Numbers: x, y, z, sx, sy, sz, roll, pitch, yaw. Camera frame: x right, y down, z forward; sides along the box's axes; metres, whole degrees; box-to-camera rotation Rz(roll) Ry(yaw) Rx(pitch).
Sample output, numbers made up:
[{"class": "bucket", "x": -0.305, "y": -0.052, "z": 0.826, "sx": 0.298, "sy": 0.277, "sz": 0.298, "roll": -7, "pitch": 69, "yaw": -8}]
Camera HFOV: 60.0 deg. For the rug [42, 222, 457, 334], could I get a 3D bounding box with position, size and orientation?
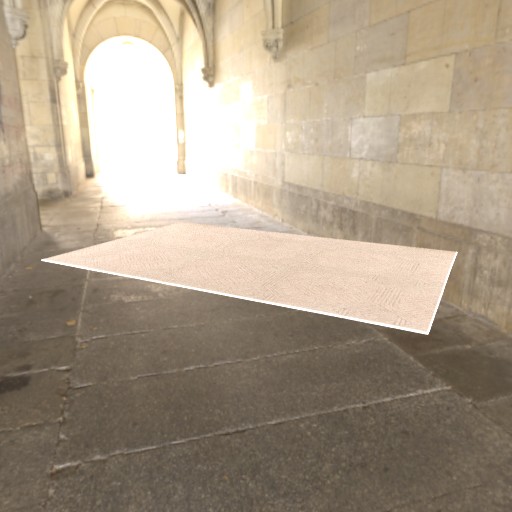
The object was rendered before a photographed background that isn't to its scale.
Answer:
[{"class": "rug", "x": 0.000, "y": 0.000, "z": 3.058, "sx": 2.440, "sy": 0.008, "sz": 1.524, "roll": 8, "pitch": 17, "yaw": 27}]
